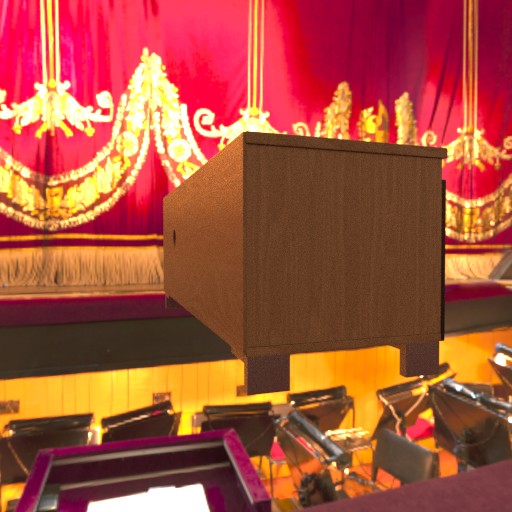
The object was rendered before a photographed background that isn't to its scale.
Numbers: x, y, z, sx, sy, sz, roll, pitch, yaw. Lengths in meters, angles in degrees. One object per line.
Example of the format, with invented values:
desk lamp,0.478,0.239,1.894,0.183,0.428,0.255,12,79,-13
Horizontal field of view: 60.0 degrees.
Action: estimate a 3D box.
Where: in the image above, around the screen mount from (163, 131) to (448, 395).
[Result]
screen mount,0.000,0.000,1.295,0.406,0.432,1.084,0,1,-19
